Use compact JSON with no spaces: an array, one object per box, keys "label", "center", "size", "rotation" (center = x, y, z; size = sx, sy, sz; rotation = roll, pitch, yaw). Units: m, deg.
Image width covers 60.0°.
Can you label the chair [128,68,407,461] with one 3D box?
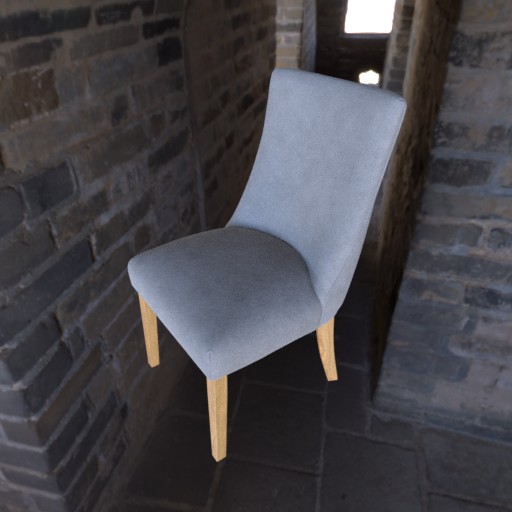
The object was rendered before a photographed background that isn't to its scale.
[{"label":"chair","center":[0.000,0.000,1.269],"size":[0.610,0.902,0.495],"rotation":[-21,38,-29]}]
